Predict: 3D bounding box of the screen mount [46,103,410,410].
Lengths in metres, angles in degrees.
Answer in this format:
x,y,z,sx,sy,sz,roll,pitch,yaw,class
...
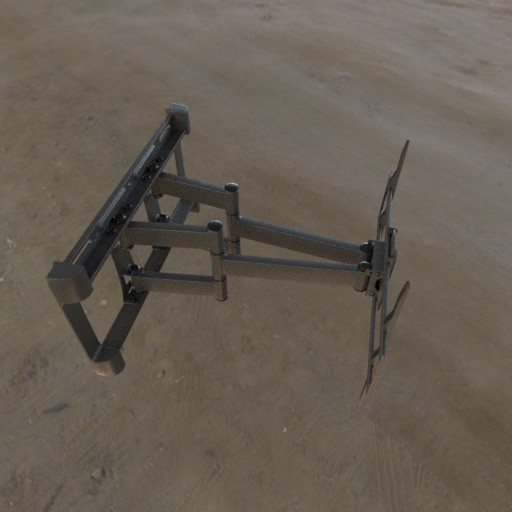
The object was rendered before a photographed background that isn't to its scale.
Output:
x,y,z,sx,sy,sz,roll,pitch,yaw,class
0.000,0.000,0.970,0.556,0.424,0.571,10,48,9,screen mount
